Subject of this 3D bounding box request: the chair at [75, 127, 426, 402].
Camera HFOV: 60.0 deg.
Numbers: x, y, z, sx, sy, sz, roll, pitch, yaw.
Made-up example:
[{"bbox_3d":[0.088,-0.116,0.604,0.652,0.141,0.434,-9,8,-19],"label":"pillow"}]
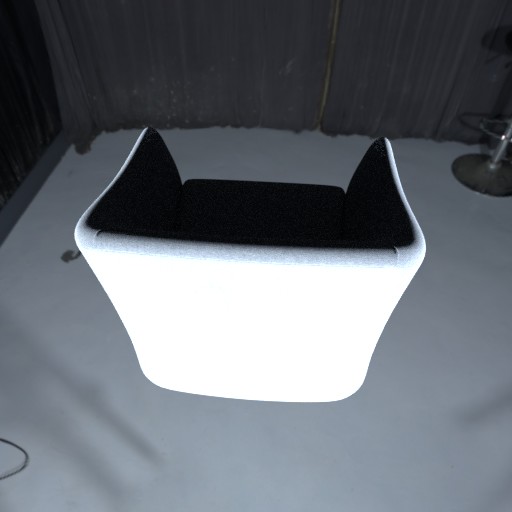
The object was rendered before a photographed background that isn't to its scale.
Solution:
[{"bbox_3d":[0.000,0.000,1.335,0.790,0.720,0.700,3,47,3],"label":"chair"}]
